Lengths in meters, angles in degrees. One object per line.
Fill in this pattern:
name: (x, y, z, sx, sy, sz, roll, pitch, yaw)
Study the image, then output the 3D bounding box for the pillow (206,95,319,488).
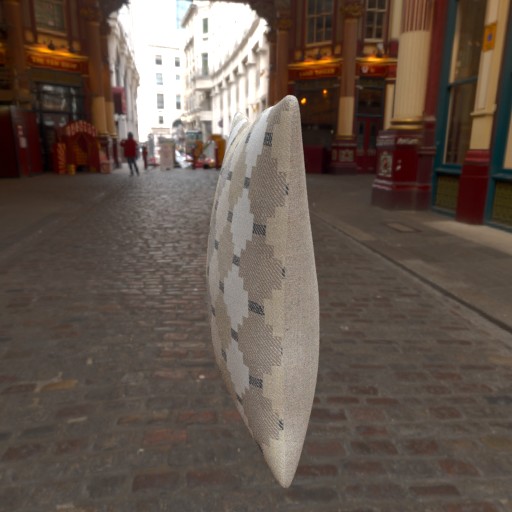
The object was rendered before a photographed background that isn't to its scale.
pillow: (0.000, 0.000, 0.848, 0.192, 0.558, 0.578, -2, 15, -8)
